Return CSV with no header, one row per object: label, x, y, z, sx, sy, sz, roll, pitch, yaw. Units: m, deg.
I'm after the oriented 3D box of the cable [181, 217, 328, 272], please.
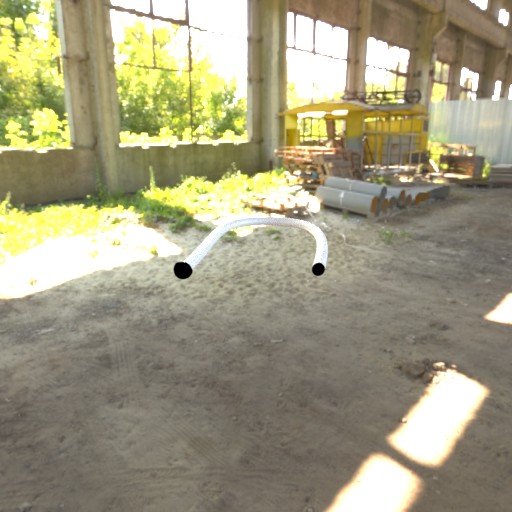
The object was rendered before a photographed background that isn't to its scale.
cable,0.000,0.000,0.111,0.040,0.006,0.098,2,15,7
